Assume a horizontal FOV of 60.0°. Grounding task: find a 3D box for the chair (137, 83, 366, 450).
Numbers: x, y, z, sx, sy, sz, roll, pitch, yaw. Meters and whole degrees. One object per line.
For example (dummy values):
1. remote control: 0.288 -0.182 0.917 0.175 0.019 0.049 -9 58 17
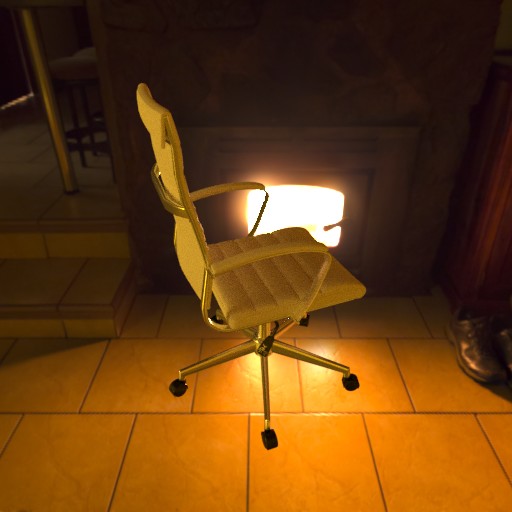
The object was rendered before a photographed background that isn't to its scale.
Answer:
1. chair: 0.000 0.000 1.606 0.739 1.149 0.766 -10 32 -17
